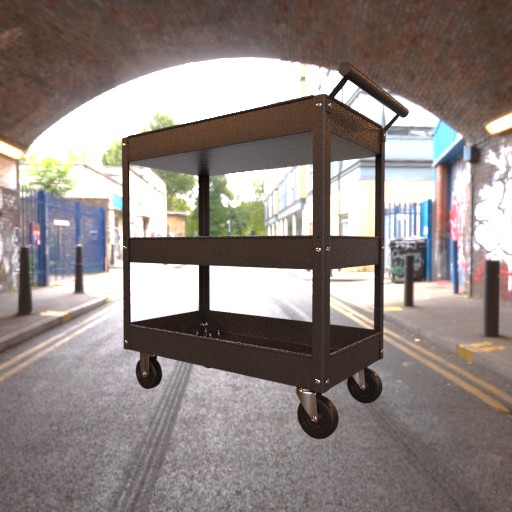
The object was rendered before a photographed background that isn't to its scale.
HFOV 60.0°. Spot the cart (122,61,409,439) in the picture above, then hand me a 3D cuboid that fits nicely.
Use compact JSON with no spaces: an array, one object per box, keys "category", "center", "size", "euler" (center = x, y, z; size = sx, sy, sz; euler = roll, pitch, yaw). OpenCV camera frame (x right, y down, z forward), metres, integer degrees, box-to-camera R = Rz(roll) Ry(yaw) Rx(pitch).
[{"category":"cart","center":[0.000,0.000,1.227],"size":[0.719,0.780,0.366],"euler":[1,2,36]}]
